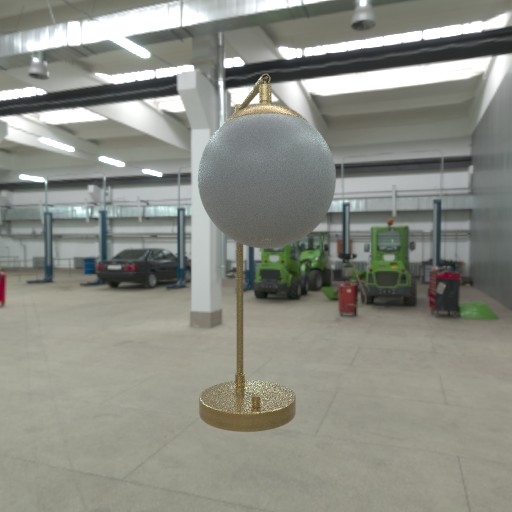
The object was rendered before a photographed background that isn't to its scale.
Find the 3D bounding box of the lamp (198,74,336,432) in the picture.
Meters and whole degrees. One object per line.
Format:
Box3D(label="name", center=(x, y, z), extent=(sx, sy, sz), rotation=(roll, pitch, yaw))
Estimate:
Box3D(label="lamp", center=(0.000, 0.000, 0.729), extent=(0.207, 0.559, 0.324), rotation=(0, 1, -16))
